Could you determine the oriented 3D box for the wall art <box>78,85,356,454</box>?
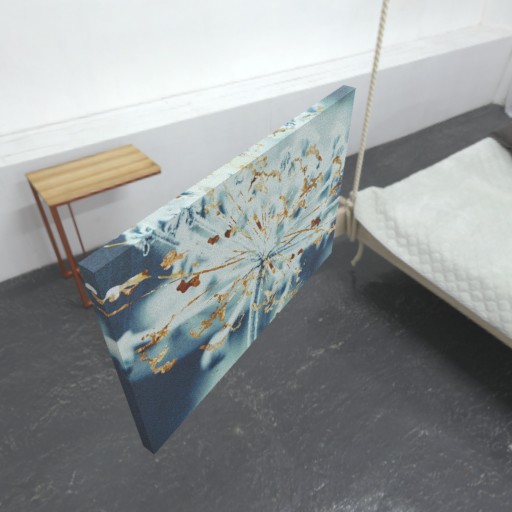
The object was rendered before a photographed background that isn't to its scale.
[{"bbox_3d":[0.000,0.000,1.162,0.038,0.608,0.912,25,47,26],"label":"wall art"}]
